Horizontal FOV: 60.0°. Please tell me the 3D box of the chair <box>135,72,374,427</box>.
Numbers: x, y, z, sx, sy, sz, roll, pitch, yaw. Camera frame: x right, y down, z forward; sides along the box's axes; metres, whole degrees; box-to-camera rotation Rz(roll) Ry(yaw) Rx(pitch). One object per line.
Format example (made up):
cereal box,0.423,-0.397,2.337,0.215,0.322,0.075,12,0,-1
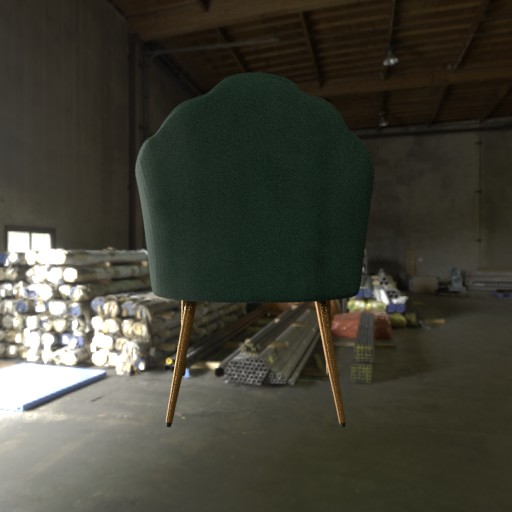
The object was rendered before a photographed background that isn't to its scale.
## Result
chair,0.000,0.000,1.274,0.657,0.819,0.599,0,0,0
